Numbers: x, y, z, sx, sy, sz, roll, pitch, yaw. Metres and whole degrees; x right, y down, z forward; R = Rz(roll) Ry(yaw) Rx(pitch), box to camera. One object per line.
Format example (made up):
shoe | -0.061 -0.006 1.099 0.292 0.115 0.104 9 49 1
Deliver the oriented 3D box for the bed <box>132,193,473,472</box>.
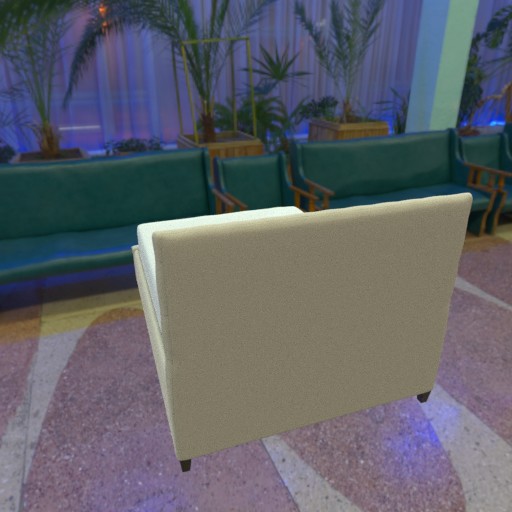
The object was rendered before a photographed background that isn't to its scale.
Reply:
bed | 0.000 0.000 3.321 1.696 1.426 2.233 -9 26 -18
